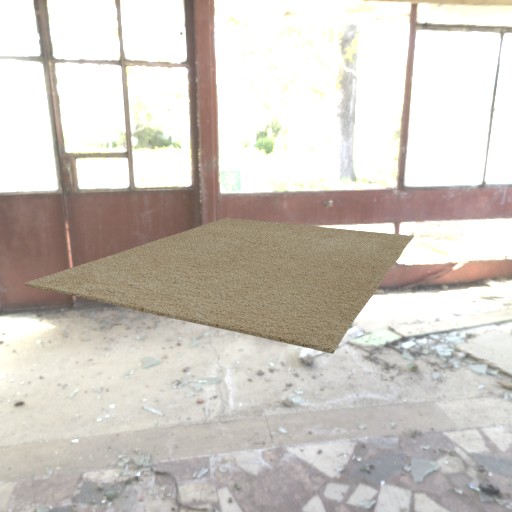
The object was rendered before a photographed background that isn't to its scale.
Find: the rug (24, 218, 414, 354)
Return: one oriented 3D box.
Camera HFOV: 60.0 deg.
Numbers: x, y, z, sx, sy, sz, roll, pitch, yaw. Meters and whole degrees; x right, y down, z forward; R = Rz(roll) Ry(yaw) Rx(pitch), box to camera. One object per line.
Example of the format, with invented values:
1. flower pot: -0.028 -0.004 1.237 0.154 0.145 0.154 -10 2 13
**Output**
1. rug: 0.000 0.000 4.110 2.400 0.025 3.000 8 17 26
